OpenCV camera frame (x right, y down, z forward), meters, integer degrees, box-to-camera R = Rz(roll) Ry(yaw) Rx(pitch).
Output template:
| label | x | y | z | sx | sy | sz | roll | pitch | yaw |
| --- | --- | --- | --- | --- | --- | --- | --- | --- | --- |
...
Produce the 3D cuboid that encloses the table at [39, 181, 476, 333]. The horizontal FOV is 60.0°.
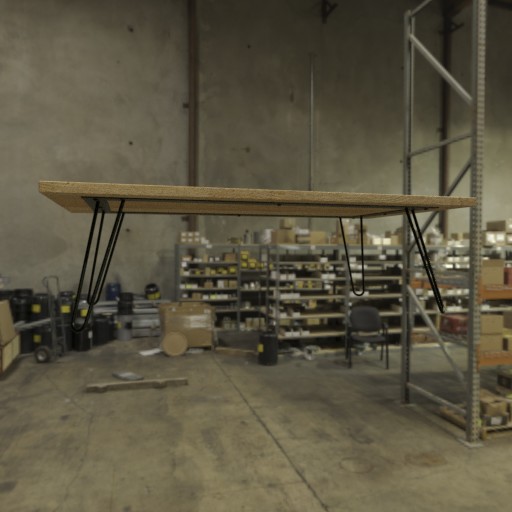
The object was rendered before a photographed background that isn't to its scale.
| label | x | y | z | sx | sy | sz | roll | pitch | yaw |
| --- | --- | --- | --- | --- | --- | --- | --- | --- | --- |
| table | 0.000 | 0.000 | 1.645 | 1.348 | 0.400 | 0.699 | 0 | 1 | -17 |
